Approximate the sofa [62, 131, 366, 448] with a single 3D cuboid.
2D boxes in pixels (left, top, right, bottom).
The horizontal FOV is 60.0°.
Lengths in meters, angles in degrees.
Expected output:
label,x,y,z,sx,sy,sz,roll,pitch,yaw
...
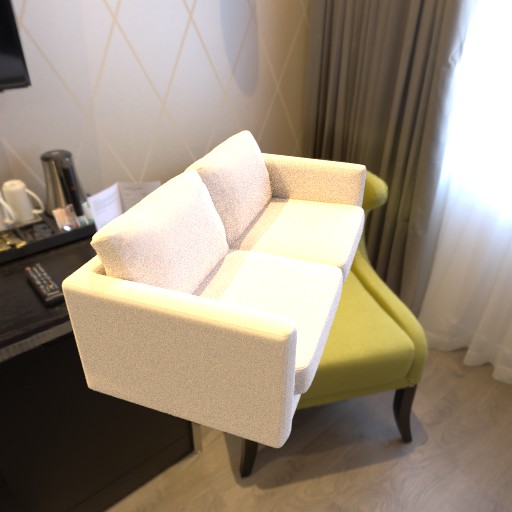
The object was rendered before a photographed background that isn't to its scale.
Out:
label,x,y,z,sx,sy,sz,roll,pitch,yaw
sofa,0.000,0.000,2.307,0.940,0.893,1.713,11,33,17
